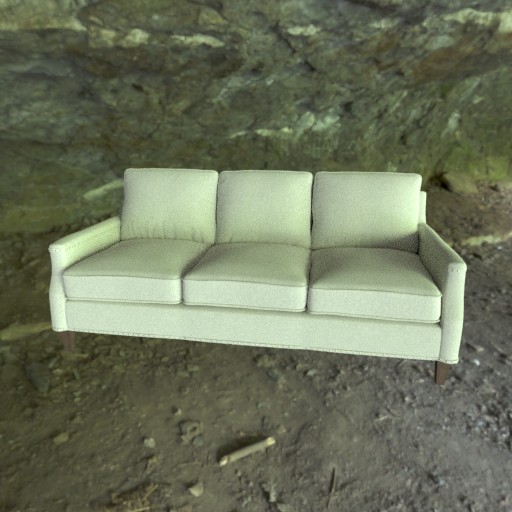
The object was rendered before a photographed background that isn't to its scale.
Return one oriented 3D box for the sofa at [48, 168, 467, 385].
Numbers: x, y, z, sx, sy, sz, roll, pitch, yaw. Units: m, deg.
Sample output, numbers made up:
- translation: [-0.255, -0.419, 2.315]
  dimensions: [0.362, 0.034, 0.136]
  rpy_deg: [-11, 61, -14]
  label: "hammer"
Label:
- translation: [0.000, 0.000, 2.791]
  dimensions: [2.246, 1.003, 1.084]
  rpy_deg: [3, 17, 9]
  label: "sofa"
